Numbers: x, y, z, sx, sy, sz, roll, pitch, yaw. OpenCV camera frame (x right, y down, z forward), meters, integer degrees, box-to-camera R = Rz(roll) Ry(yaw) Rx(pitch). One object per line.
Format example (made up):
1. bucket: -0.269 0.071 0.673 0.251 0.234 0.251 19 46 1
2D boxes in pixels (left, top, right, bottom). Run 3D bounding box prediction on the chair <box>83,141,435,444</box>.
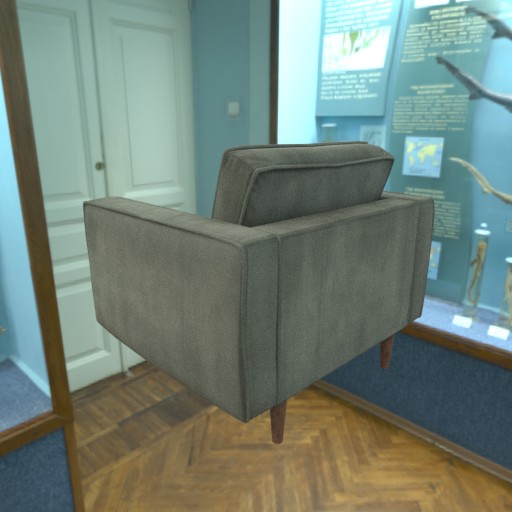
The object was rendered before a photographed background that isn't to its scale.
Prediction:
1. chair: 0.000 0.000 1.535 0.928 0.773 0.843 -15 22 -42
